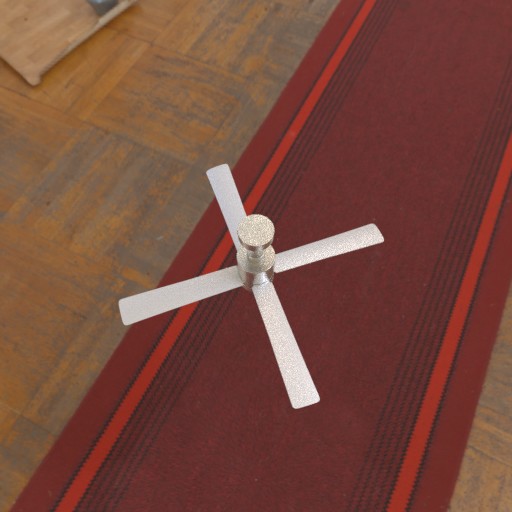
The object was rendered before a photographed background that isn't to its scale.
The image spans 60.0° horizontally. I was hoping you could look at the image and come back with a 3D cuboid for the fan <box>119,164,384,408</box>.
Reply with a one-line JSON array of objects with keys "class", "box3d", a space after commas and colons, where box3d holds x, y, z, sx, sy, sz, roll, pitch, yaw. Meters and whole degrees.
[{"class": "fan", "box3d": [0.000, 0.000, 2.310, 1.525, 0.539, 1.525, -17, 64, -8]}]
